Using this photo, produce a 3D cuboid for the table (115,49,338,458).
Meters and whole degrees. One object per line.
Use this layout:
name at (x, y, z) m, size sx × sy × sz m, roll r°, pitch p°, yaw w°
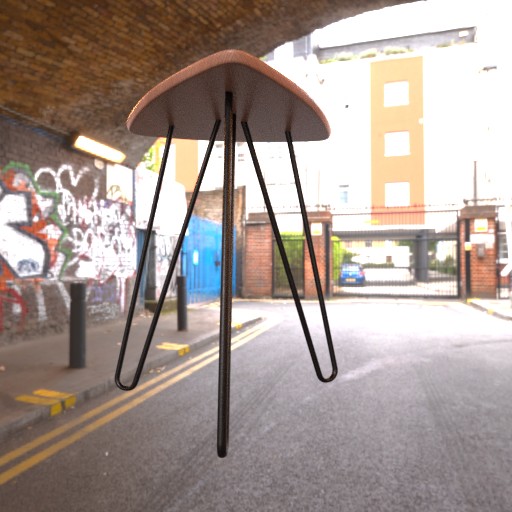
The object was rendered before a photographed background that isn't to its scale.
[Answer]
table at (0.000, 0.000, 0.890) m, size 0.455 × 0.564 × 0.442 m, roll 1°, pitch -2°, yaw -35°
